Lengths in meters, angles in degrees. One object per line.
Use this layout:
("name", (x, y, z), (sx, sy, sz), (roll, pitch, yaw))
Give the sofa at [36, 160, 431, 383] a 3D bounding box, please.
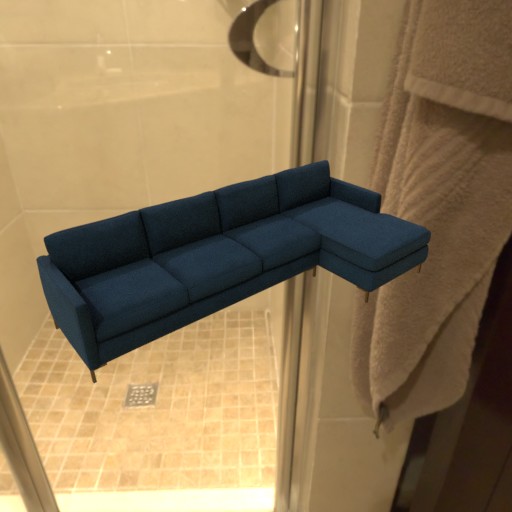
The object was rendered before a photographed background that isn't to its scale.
("sofa", (0.000, 0.000, 3.517), (2.932, 0.810, 1.350), (-22, 36, -34))
